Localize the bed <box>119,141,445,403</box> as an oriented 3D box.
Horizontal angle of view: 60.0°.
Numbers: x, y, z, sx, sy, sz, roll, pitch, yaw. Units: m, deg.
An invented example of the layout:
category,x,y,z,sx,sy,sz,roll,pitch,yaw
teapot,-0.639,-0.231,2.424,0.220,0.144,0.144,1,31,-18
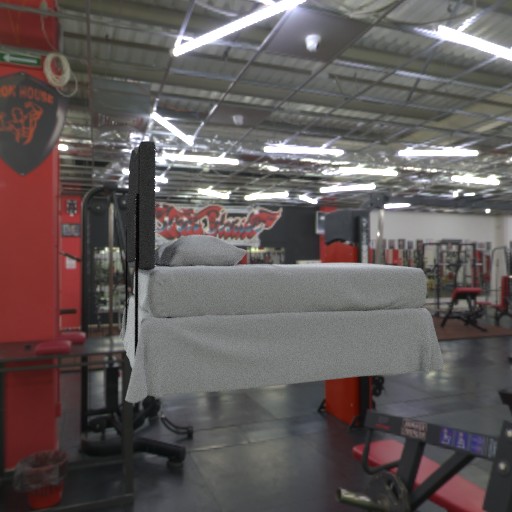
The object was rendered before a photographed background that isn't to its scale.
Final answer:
category,x,y,z,sx,sy,sz,roll,pitch,yaw
bed,0.000,0.000,3.820,2.219,1.651,2.314,0,-1,-18
